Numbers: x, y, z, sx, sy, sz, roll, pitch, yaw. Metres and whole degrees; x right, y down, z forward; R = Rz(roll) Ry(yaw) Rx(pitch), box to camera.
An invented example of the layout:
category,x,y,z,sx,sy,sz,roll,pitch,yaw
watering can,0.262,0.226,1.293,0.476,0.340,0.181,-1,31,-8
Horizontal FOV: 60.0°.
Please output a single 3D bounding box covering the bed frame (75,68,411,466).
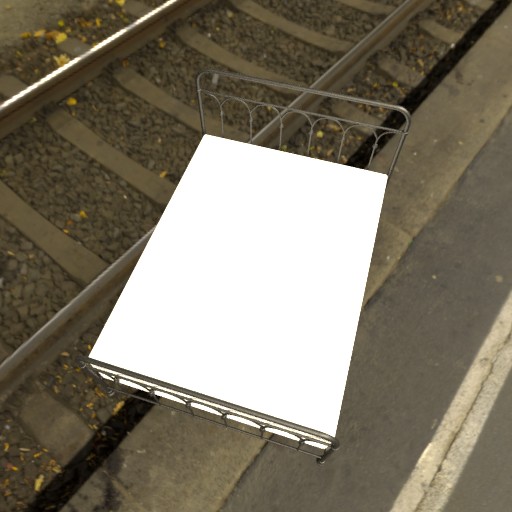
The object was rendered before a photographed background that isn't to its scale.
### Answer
category,x,y,z,sx,sy,sz,roll,pitch,yaw
bed frame,0.000,0.000,3.152,1.664,1.276,2.203,15,60,9
